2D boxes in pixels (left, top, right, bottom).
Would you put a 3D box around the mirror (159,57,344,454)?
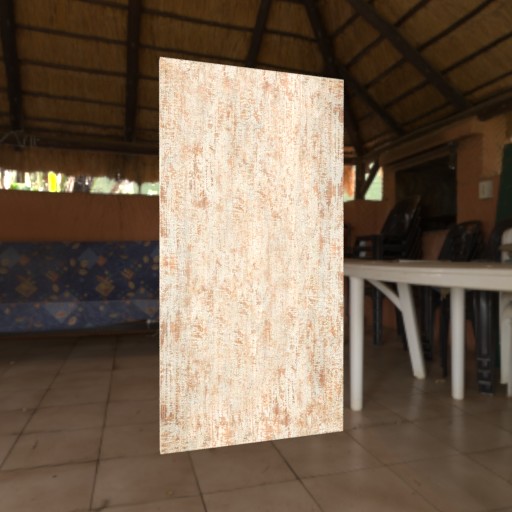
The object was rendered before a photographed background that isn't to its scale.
[{"bbox_3d":[0.000,0.000,1.109,0.472,0.922,0.027,0,0,-17],"label":"mirror"}]
